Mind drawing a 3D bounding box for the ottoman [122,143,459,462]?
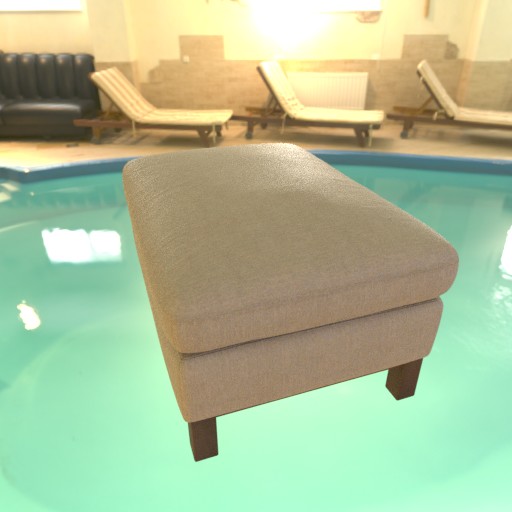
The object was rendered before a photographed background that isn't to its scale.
[{"bbox_3d":[0.000,0.000,1.034,0.528,0.404,0.735,-10,31,-17],"label":"ottoman"}]
